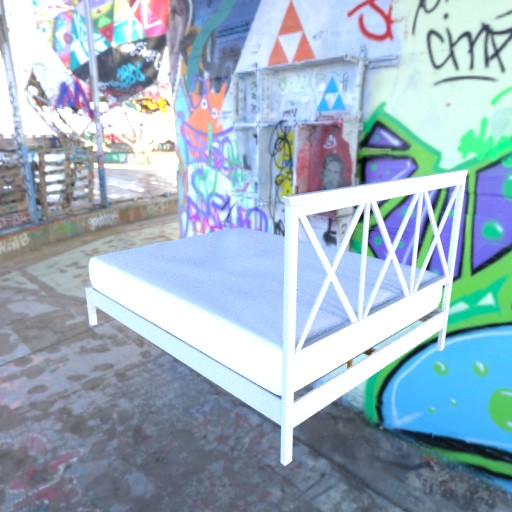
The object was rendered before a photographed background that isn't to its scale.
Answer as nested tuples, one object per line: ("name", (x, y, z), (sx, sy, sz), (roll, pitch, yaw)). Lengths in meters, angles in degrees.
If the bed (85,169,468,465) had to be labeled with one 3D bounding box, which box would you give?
("bed", (0.000, 0.000, 3.167), (1.673, 1.253, 2.135), (-15, 22, -41))
